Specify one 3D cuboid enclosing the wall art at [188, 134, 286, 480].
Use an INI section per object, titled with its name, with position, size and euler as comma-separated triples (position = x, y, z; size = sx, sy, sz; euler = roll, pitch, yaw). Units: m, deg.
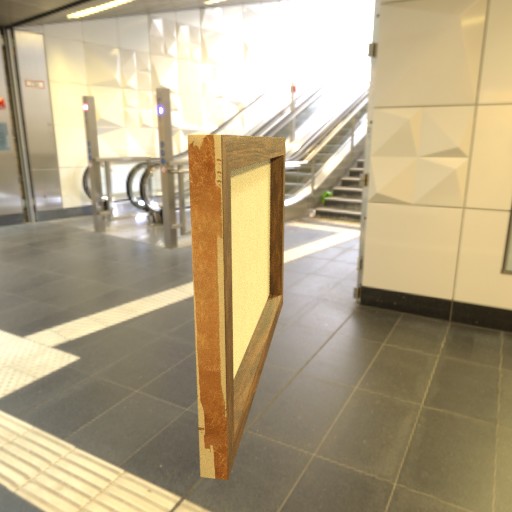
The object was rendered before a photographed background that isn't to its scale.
[wall art]
position = 0.000, 0.000, 0.780
size = 0.035, 0.405, 0.609
euler = 2, 15, 9
